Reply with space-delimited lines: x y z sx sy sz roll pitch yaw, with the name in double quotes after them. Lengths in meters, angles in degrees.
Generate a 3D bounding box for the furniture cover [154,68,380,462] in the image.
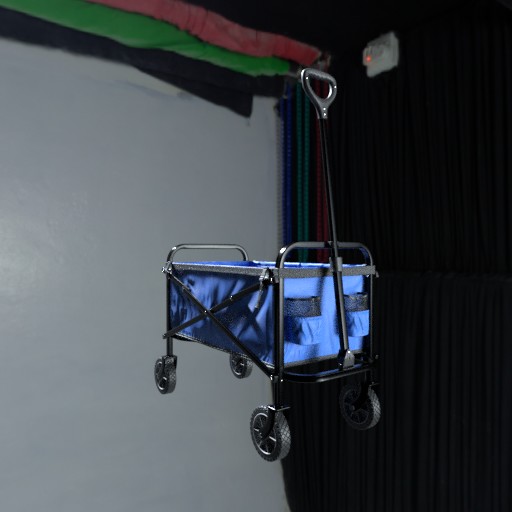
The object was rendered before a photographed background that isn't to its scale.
0.000 0.000 1.846 0.532 1.295 1.038 -1 1 -36 "furniture cover"
